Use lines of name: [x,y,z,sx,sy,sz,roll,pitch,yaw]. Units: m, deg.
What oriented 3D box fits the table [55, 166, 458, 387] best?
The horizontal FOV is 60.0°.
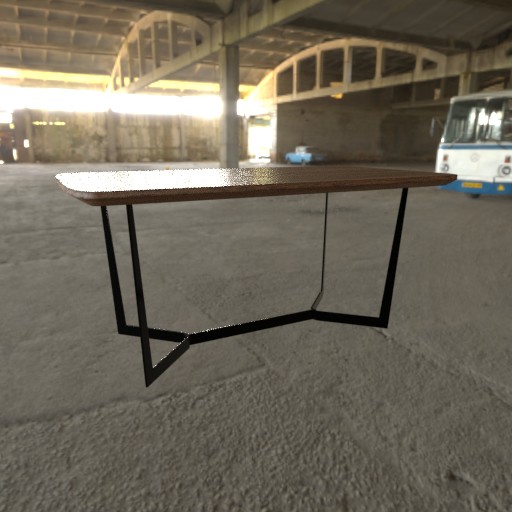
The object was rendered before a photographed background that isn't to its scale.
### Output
table: [0.000,0.000,2.099,1.643,0.765,0.949,-7,16,-26]
